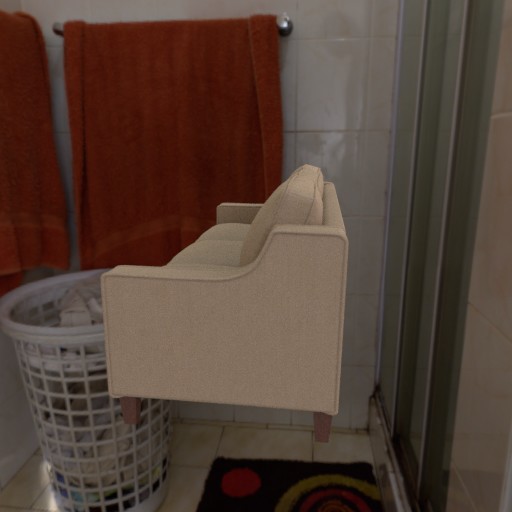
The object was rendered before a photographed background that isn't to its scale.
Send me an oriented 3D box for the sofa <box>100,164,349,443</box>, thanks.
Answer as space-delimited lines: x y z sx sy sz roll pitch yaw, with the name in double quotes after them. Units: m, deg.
0.000 0.000 2.555 0.911 0.974 1.986 2 14 8 "sofa"
